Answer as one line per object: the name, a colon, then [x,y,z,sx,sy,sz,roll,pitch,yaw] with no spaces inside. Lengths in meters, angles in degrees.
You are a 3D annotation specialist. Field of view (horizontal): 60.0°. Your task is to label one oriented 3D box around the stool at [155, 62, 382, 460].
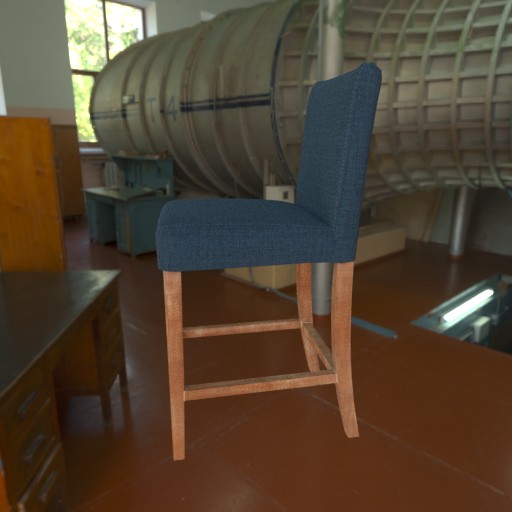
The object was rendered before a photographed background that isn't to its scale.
stool: [0.000,0.000,1.337,0.567,1.039,0.454,-3,15,-9]
